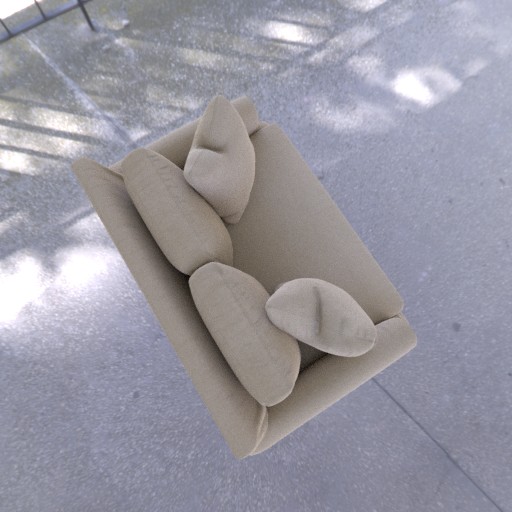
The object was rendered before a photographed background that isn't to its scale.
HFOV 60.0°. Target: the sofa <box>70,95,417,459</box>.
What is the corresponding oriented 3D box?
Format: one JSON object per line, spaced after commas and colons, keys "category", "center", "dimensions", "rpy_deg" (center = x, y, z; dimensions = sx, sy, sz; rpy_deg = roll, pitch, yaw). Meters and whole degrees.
{"category": "sofa", "center": [0.000, 0.000, 2.208], "dimensions": [1.070, 0.905, 1.550], "rpy_deg": [-31, 78, -7]}
